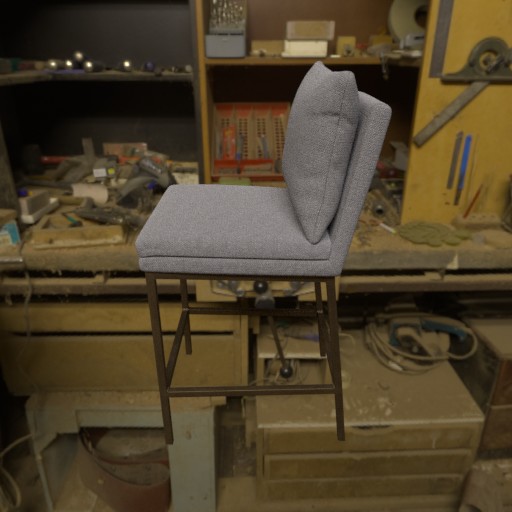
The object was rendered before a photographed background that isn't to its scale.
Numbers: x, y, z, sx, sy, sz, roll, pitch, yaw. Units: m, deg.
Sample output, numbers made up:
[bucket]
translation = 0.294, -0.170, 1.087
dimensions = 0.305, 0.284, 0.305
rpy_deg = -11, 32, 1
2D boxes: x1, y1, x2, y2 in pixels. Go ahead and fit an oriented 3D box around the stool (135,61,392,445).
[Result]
[stool]
translation = 0.000, 0.000, 1.295
dimensions = 0.569, 1.031, 0.463
rpy_deg = 0, 25, 0
